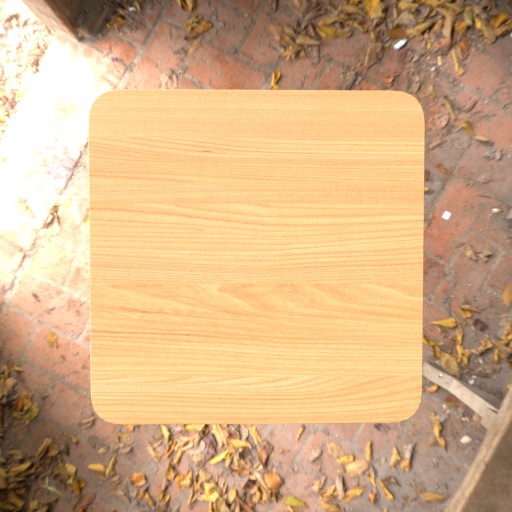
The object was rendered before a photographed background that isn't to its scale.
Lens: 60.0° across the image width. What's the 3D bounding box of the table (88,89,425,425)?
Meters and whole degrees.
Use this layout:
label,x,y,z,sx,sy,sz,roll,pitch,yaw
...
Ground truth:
label,x,y,z,sx,sy,sz,roll,pitch,yaw
table,0.000,0.000,1.219,0.750,0.450,0.750,0,92,-1
